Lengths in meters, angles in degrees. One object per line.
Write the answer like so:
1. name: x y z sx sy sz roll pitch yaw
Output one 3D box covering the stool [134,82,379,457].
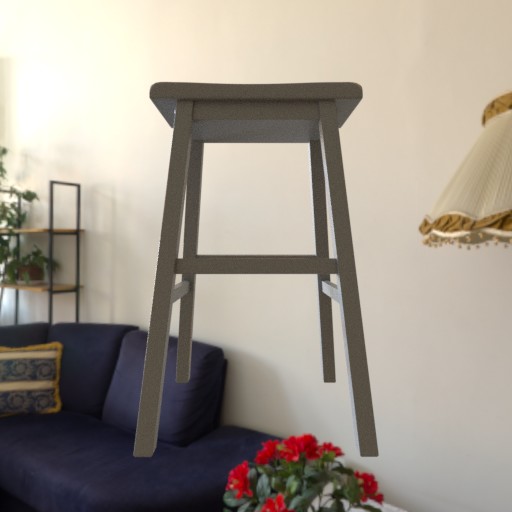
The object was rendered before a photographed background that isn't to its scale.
1. stool: 0.000 0.000 1.054 0.457 0.737 0.476 0 2 0
